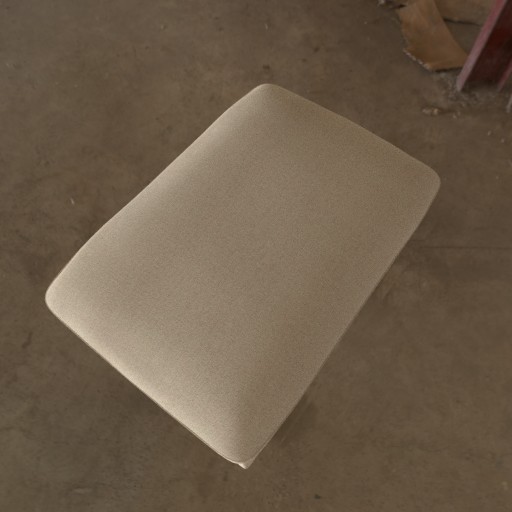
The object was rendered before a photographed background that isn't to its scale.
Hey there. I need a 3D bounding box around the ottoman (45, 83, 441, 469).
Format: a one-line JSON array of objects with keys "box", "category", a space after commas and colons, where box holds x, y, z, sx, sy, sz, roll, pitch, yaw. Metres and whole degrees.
[{"box": [0.000, 0.000, 1.331, 0.686, 0.453, 0.984, 34, 68, 16], "category": "ottoman"}]
